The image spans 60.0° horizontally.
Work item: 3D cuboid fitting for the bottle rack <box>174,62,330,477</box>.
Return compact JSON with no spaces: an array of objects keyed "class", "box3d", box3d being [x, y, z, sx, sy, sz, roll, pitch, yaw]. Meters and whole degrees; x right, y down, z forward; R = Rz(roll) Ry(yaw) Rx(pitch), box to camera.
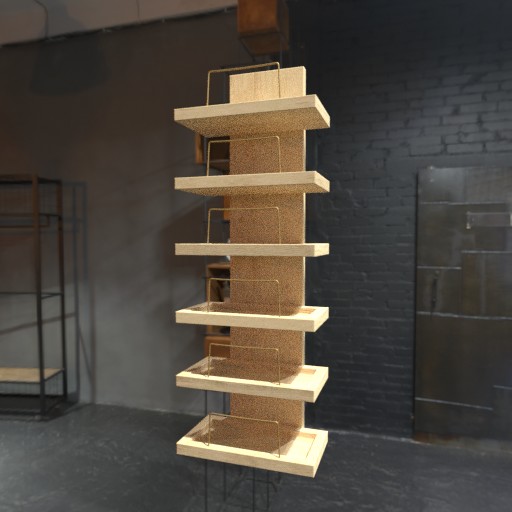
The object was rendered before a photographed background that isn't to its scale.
[{"class":"bottle rack","box3d":[0.000,0.000,1.082,0.330,0.943,0.206,1,2,19]}]
